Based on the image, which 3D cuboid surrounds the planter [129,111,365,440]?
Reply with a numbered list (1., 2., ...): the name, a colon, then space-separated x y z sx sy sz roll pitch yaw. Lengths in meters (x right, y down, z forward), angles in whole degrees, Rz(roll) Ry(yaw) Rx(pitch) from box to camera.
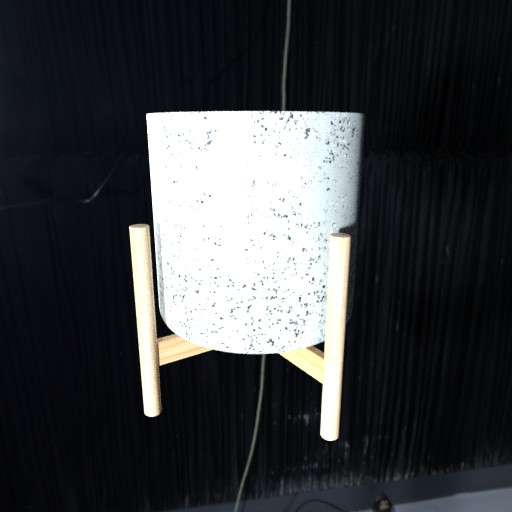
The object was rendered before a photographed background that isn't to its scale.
1. planter: 0.000 0.000 0.690 0.360 0.419 0.360 -3 17 -11
